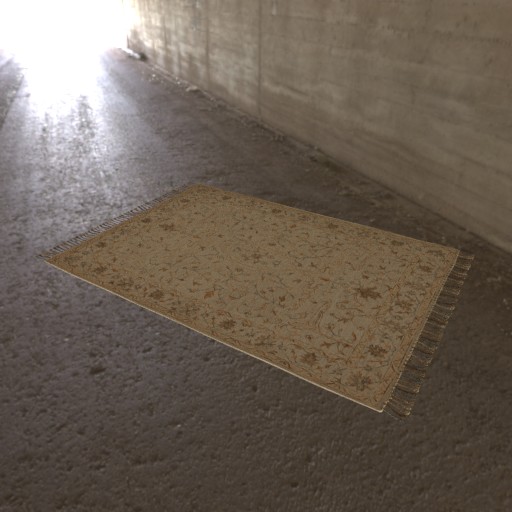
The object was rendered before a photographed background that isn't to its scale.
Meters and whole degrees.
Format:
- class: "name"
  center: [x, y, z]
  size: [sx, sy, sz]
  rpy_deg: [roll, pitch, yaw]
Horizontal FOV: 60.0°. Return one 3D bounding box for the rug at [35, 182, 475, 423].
- class: "rug"
  center: [0.000, 0.000, 2.226]
  size: [1.861, 0.017, 1.218]
  rpy_deg: [18, 35, 27]
